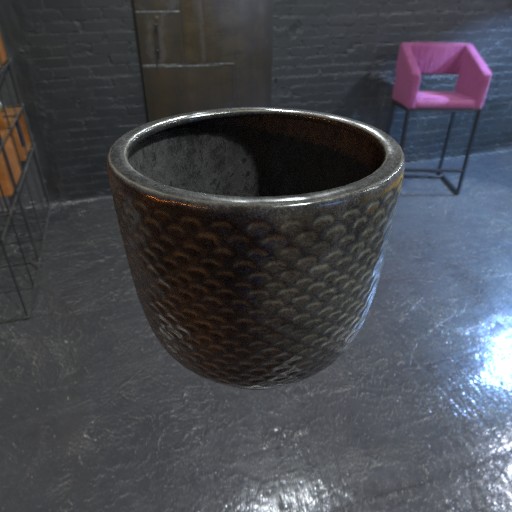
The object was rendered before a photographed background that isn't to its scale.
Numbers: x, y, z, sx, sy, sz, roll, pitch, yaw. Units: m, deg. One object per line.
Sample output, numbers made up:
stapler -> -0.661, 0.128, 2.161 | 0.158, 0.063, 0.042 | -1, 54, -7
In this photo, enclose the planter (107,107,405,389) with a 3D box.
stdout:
planter -> 0.000, 0.000, 0.247 | 0.140, 0.129, 0.140 | 0, 32, 0
